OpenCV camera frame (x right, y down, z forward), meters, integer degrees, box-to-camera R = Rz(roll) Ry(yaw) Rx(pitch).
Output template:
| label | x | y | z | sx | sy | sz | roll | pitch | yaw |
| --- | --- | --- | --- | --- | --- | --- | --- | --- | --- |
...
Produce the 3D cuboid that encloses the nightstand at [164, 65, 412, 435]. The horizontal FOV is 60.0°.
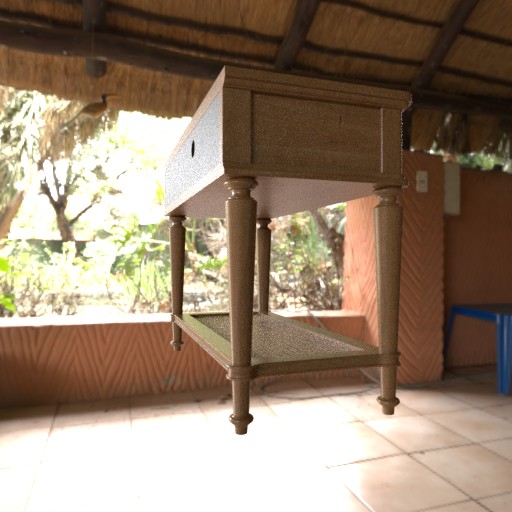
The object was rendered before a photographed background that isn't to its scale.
| label | x | y | z | sx | sy | sz | roll | pitch | yaw |
| --- | --- | --- | --- | --- | --- | --- | --- | --- | --- |
| nightstand | 0.000 | 0.000 | 1.319 | 0.432 | 0.700 | 0.914 | 0 | 0 | -19 |
